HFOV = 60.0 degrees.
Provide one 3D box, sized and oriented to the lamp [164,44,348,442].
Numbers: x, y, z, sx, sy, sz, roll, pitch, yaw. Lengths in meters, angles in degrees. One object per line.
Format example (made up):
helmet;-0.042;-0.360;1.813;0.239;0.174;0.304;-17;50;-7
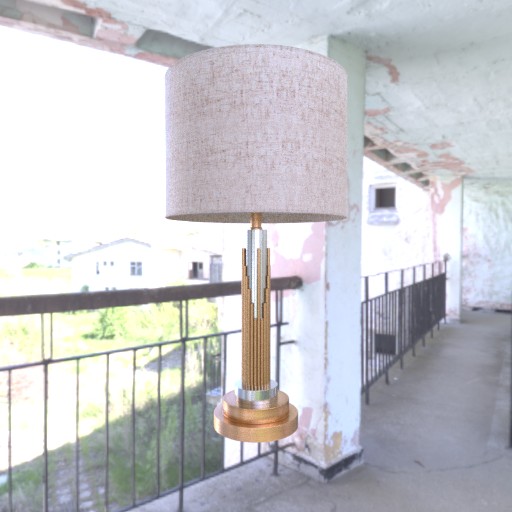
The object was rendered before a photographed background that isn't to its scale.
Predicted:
lamp;0.000;0.000;0.797;0.321;0.610;0.321;-1;2;-37
